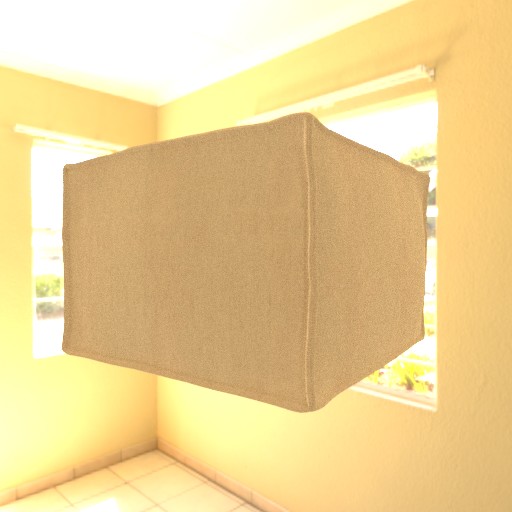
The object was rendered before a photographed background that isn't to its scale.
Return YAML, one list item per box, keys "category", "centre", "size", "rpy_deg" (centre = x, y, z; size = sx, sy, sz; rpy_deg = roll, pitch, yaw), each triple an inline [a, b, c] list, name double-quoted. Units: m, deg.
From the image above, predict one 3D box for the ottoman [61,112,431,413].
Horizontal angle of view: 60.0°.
- category: "ottoman"
  centre: [0.000, 0.000, 1.118]
  size: [0.707, 0.470, 0.696]
  rpy_deg: [1, 2, 36]
